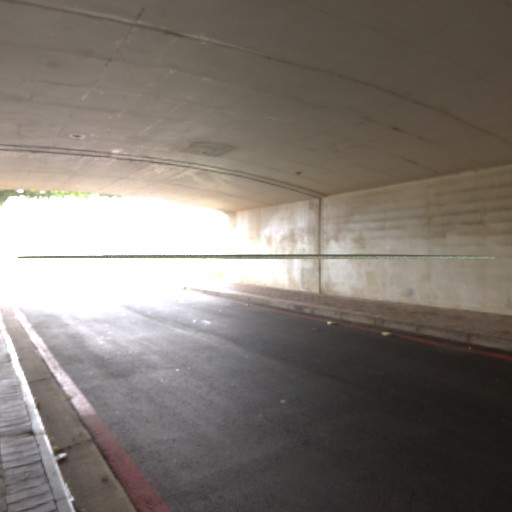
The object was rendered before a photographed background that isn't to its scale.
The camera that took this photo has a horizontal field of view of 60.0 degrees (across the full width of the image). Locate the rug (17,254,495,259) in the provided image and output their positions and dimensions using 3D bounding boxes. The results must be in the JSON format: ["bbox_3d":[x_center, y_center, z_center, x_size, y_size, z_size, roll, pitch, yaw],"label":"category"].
[{"bbox_3d":[0.000,0.000,4.023,3.039,0.019,2.420,0,0,0],"label":"rug"}]
